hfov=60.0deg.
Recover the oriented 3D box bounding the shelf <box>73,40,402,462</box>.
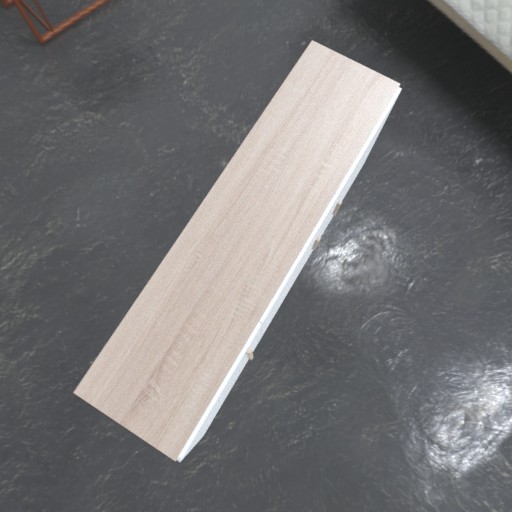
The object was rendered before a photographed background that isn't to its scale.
[{"bbox_3d":[0.000,0.000,1.860,0.400,0.780,1.490,30,77,8],"label":"shelf"}]
